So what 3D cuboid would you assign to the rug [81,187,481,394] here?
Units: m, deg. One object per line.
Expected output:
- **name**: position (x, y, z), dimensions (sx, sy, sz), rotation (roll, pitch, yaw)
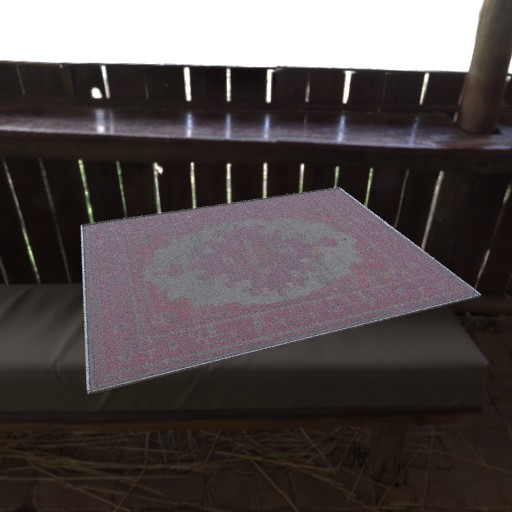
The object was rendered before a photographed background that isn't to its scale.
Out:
- **rug**: position (0.000, 0.000, 4.219), dimensions (3.123, 0.017, 2.447), rotation (-10, 33, -17)
